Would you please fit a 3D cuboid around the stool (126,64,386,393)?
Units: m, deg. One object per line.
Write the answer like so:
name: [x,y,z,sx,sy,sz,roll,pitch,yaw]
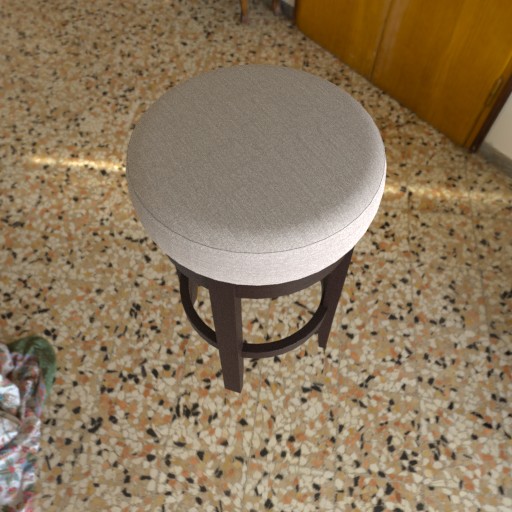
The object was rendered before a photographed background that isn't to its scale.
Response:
stool: [0.000,0.000,1.030,0.443,0.757,0.443,0,58,0]
